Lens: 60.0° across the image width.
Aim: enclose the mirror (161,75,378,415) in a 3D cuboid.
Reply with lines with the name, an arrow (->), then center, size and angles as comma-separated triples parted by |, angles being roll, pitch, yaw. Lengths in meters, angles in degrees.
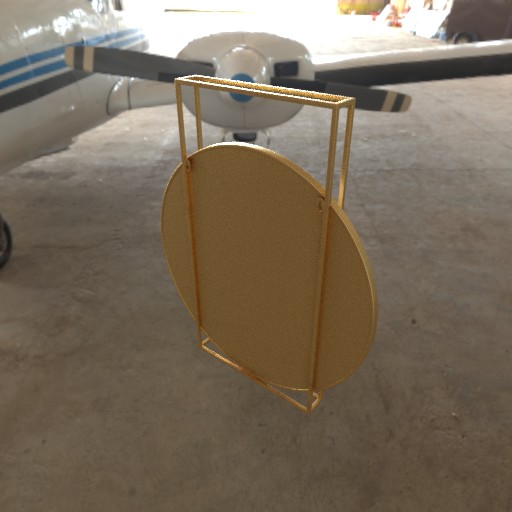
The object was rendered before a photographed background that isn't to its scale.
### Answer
mirror -> 0.000, 0.000, 0.836 | 0.508, 0.603, 0.051 | 22, 37, 33
